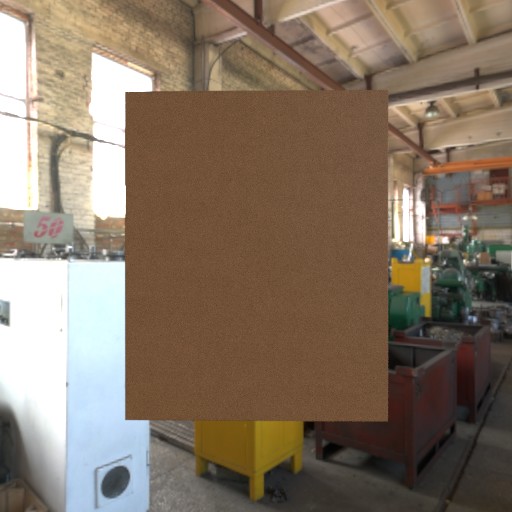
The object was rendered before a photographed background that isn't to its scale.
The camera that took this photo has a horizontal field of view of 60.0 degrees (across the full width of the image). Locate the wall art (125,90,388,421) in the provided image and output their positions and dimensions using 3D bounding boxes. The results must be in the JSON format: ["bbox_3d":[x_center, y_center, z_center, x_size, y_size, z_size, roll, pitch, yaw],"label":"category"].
[{"bbox_3d":[0.000,0.000,1.359,0.798,1.002,0.030,0,0,1],"label":"wall art"}]
